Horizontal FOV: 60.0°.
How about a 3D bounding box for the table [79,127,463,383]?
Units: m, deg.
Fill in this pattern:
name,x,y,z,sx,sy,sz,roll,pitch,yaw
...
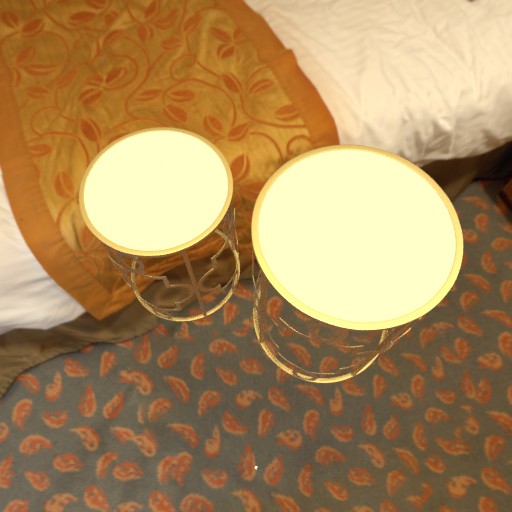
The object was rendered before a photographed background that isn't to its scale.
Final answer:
name,x,y,z,sx,sy,sz,roll,pitch,yaw
table,0.000,0.000,1.173,0.846,0.564,0.420,18,66,8
